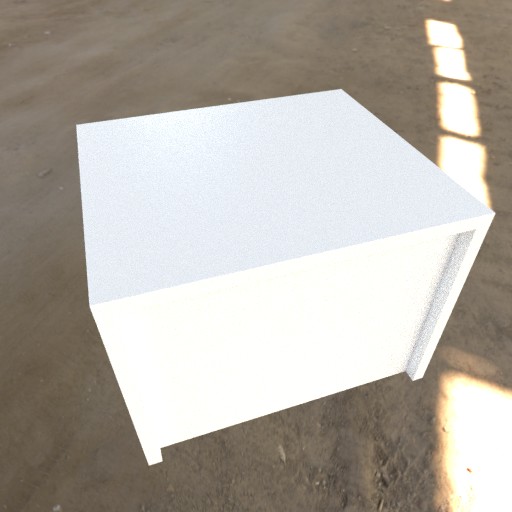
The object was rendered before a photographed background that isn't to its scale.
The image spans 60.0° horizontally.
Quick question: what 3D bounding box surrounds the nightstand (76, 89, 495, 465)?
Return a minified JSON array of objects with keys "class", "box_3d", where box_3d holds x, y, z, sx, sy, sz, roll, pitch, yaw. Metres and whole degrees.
[{"class":"nightstand","box_3d":[0.000,0.000,0.737,0.470,0.351,0.408,-13,43,-14]}]
